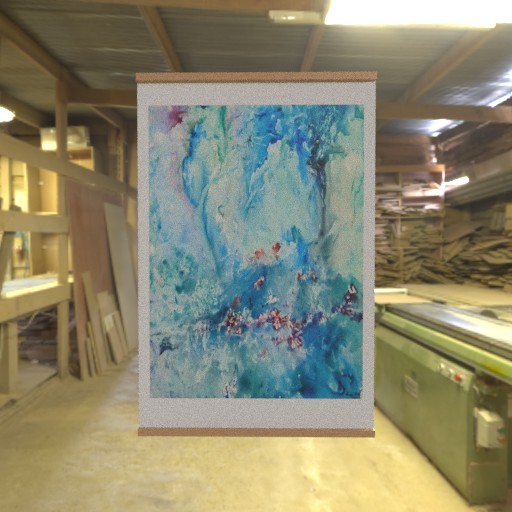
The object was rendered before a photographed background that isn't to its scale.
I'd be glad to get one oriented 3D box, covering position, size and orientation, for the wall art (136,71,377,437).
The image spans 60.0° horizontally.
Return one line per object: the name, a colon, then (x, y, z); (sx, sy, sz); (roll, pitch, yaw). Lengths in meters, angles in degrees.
wall art: (0.000, 0.000, 1.856); (0.991, 1.510, 0.040); (0, 1, 1)
